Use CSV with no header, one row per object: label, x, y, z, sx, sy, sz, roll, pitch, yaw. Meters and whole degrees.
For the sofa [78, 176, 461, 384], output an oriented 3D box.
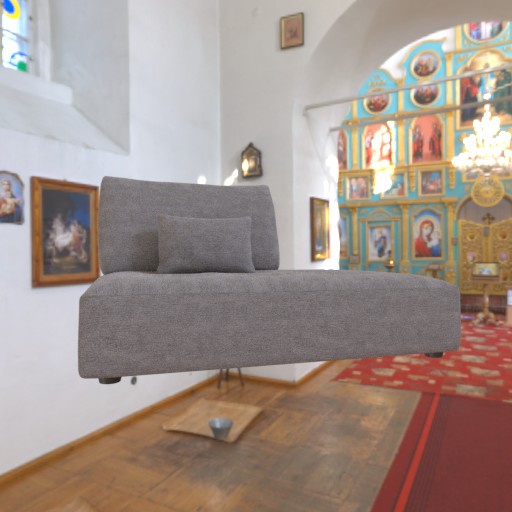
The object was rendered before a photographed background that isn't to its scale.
sofa,0.000,0.000,2.031,1.450,0.820,1.002,0,0,-17
